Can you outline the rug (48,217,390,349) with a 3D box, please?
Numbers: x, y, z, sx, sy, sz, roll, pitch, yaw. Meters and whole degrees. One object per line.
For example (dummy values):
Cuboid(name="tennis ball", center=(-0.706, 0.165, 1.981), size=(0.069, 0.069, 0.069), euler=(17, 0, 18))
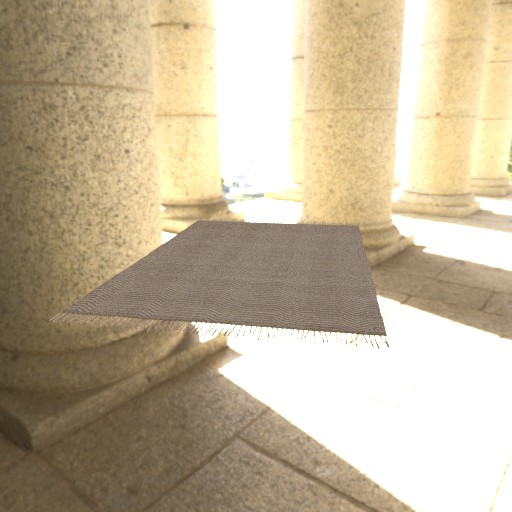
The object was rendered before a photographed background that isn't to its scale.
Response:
Cuboid(name="rug", center=(0.000, 0.000, 3.098), size=(1.528, 0.034, 2.523), euler=(3, 16, 9))
